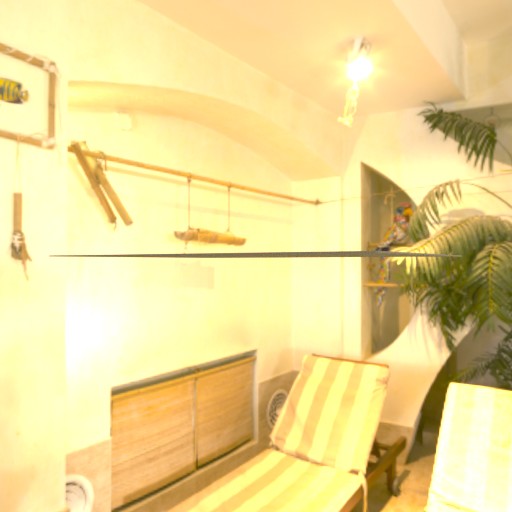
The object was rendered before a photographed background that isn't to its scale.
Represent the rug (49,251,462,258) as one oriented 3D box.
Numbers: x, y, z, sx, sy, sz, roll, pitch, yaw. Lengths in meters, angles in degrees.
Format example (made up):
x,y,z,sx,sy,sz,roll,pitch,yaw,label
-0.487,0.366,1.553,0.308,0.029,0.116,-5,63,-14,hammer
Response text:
x,y,z,sx,sy,sz,roll,pitch,yaw,label
0.000,0.000,2.944,2.235,0.008,1.600,0,-1,35,rug
